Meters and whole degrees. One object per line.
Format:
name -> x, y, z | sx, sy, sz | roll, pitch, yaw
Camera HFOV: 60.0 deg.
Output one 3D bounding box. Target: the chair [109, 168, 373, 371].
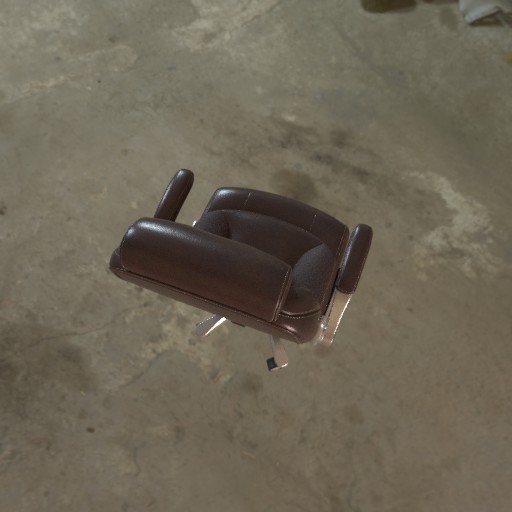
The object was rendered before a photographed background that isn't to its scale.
chair -> 0.000, 0.000, 1.602 | 0.733, 1.160, 0.774 | 19, 64, 9
